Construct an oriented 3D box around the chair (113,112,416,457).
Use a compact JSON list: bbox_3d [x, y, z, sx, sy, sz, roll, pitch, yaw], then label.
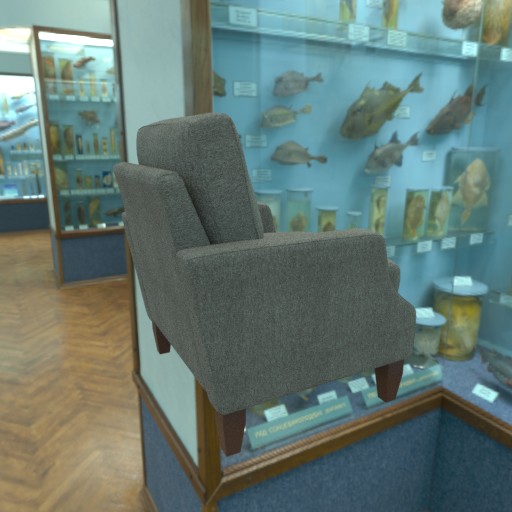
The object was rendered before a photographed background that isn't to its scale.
[{"bbox_3d":[0.000,0.000,1.674,0.897,0.993,0.855,-7,16,-26],"label":"chair"}]
